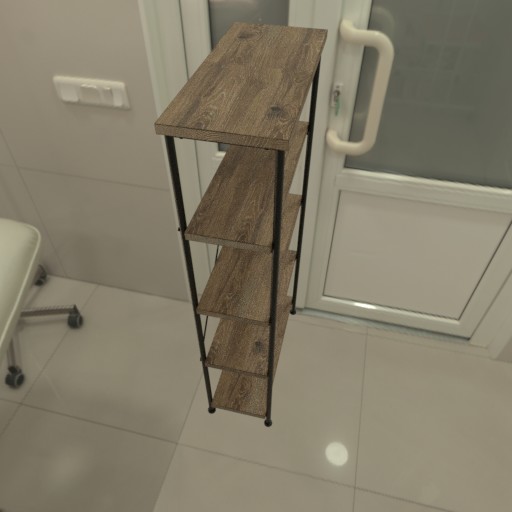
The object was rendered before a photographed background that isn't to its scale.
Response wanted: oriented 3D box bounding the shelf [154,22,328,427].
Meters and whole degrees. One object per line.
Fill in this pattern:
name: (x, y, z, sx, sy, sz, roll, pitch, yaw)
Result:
shelf: (0.000, 0.000, 2.013, 0.360, 1.700, 0.800, 10, 46, 9)
